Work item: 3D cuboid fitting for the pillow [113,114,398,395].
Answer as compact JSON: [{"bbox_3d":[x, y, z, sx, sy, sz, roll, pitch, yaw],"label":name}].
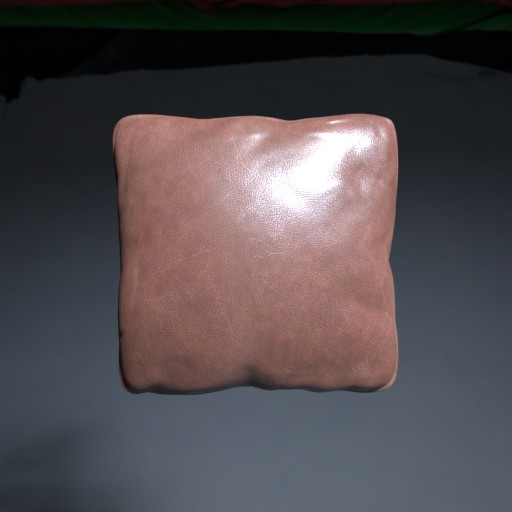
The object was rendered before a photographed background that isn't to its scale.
[{"bbox_3d":[0.000,0.000,0.821,0.532,0.523,0.236,0,2,1],"label":"pillow"}]
